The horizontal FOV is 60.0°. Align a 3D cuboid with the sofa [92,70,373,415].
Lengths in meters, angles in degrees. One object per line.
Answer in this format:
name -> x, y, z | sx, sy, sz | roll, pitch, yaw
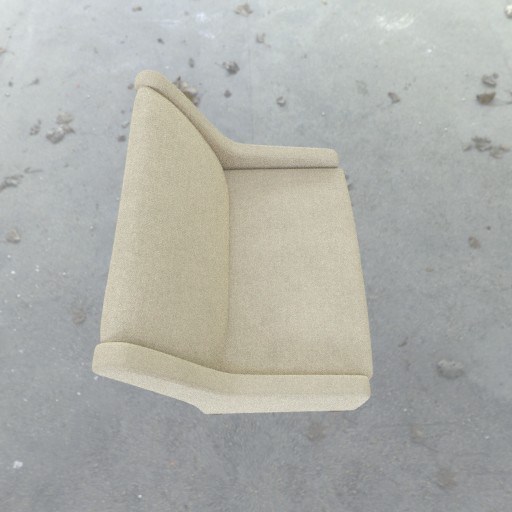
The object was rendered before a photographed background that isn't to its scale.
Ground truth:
sofa -> 0.000, 0.000, 1.919 | 0.946, 0.976, 1.212 | -1, 62, -1
